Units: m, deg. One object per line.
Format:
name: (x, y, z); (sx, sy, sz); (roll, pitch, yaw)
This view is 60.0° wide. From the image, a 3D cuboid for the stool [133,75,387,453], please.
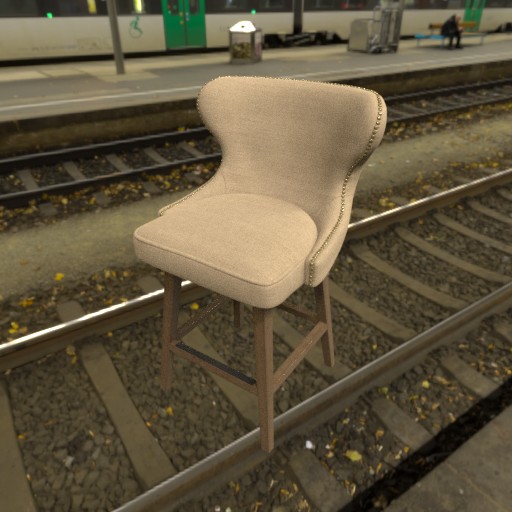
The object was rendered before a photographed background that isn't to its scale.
stool: (0.000, 0.000, 1.385); (0.615, 0.972, 0.597); (19, 35, 29)
